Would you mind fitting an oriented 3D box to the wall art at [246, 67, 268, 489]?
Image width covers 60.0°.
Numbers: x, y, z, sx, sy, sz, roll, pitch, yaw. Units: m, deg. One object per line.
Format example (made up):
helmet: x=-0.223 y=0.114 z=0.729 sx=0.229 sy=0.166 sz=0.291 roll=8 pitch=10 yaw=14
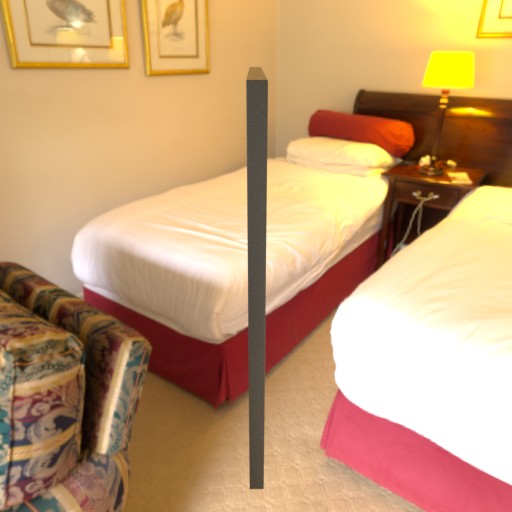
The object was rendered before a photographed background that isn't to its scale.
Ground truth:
wall art: x=0.000 y=0.000 z=1.380 sx=0.039 sy=1.061 sz=0.804 roll=0 pitch=25 yaw=0
